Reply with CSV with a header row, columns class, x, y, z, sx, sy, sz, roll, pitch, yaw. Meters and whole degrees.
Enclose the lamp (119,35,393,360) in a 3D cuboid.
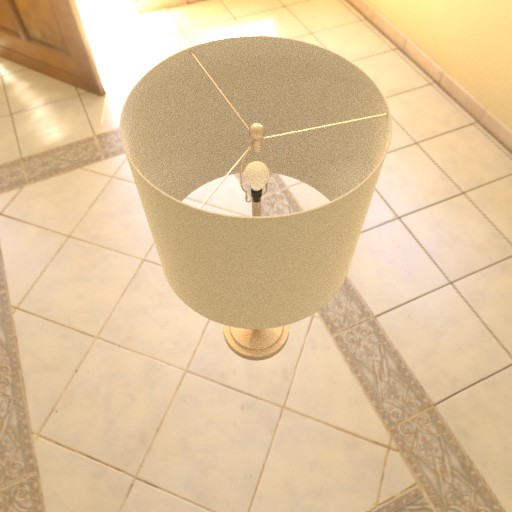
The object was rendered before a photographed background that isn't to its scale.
class,x,y,z,sx,sy,sz,roll,pitch,yaw
lamp,0.000,0.000,0.677,0.277,0.538,0.277,-30,62,-18
